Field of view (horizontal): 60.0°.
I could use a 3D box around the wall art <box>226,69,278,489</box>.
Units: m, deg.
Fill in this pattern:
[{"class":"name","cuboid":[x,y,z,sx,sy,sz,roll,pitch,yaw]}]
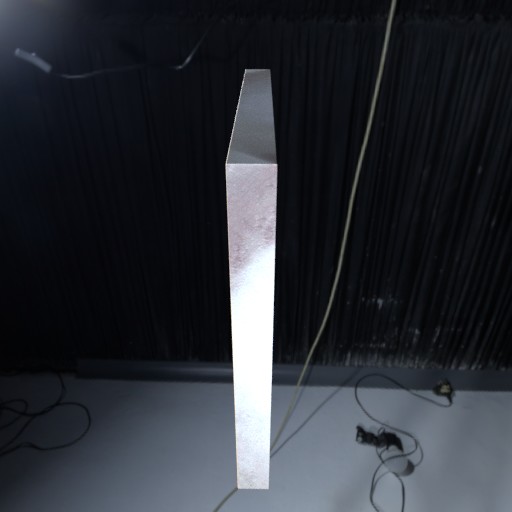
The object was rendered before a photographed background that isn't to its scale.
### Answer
[{"class":"wall art","cuboid":[0.000,0.000,0.446,0.028,0.303,0.303,0,32,1]}]
